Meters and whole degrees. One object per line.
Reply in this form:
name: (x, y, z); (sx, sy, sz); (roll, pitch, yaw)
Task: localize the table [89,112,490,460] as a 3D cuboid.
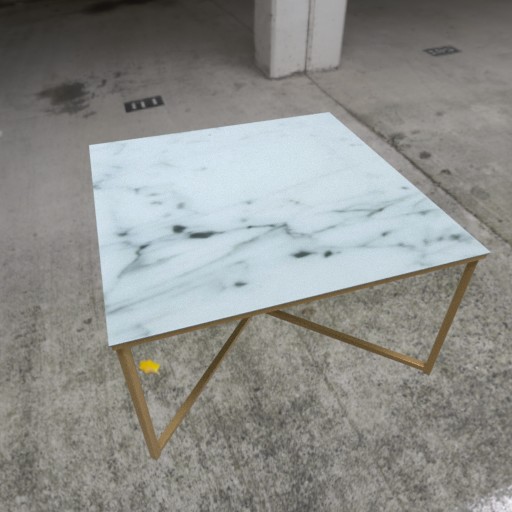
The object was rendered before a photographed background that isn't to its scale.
table: (0.000, 0.000, 1.293); (0.800, 0.450, 0.800); (-12, 42, -14)
